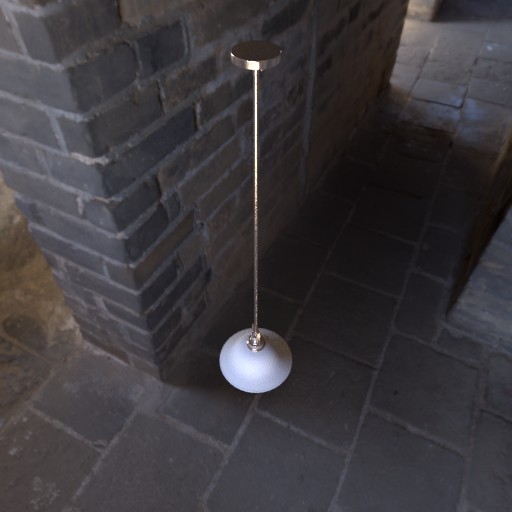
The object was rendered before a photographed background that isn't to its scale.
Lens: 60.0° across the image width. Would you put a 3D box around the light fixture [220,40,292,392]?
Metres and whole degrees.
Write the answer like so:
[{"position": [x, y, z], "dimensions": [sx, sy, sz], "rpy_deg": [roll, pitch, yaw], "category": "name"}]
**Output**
[{"position": [0.000, 0.000, 1.488], "dimensions": [0.324, 1.354, 0.324], "rpy_deg": [-15, 49, -14], "category": "light fixture"}]
